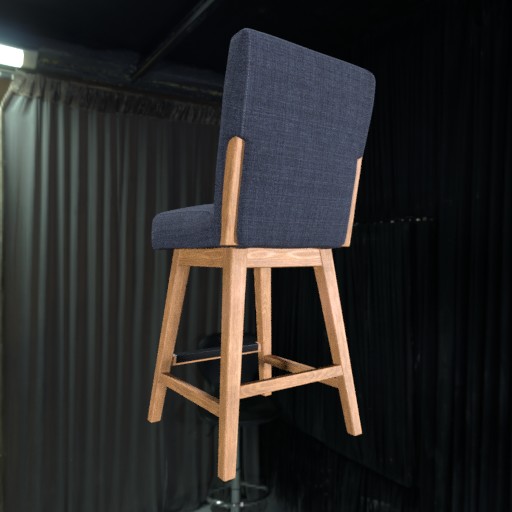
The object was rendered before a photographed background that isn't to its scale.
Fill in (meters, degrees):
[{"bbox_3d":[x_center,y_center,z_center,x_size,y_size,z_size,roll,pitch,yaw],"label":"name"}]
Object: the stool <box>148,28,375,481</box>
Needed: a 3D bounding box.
[{"bbox_3d":[0.000,0.000,1.285,0.459,1.010,0.526,0,1,-35],"label":"stool"}]
